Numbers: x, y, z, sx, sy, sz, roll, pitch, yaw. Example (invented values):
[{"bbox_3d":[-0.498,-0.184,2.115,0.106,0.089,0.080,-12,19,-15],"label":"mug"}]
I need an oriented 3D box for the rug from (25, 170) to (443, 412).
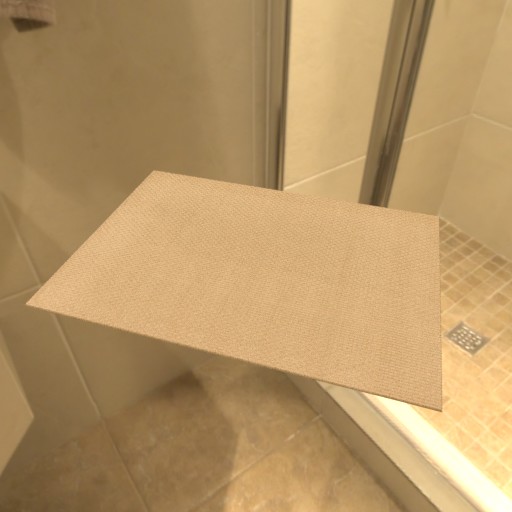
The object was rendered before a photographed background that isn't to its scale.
[{"bbox_3d":[0.000,0.000,2.700,2.144,0.013,1.509,11,42,13],"label":"rug"}]
